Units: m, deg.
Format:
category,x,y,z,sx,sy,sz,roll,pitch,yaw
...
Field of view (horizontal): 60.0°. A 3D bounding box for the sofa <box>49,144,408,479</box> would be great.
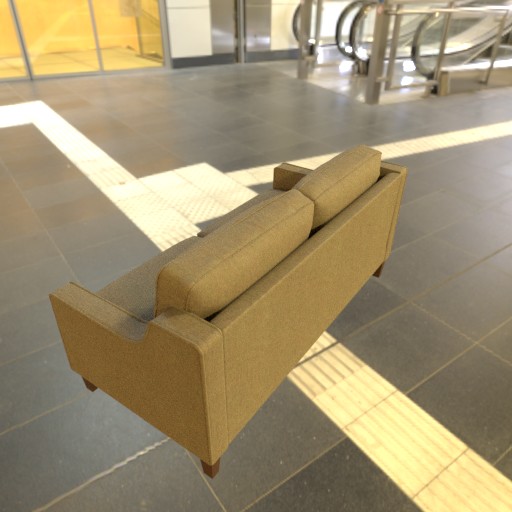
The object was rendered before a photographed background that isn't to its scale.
category,x,y,z,sx,sy,sz,roll,pitch,yaw
sofa,0.000,0.000,2.787,1.073,1.074,2.181,21,38,29
